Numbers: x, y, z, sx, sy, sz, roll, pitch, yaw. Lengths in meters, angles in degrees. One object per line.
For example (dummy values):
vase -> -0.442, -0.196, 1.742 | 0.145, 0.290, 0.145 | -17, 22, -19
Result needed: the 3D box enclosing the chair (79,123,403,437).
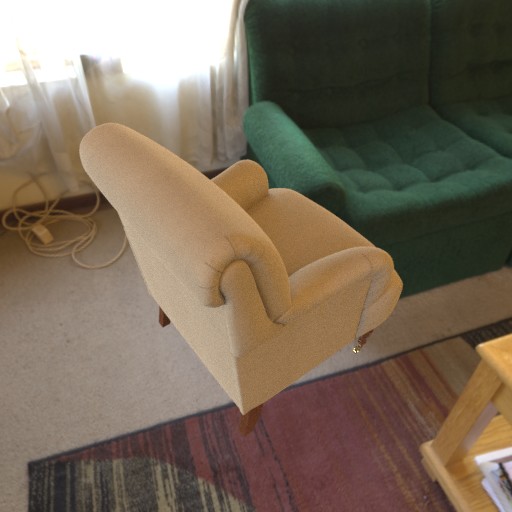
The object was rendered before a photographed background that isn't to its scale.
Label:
chair -> 0.000, 0.000, 1.578 | 0.842, 0.942, 0.766 | -26, 48, -26
